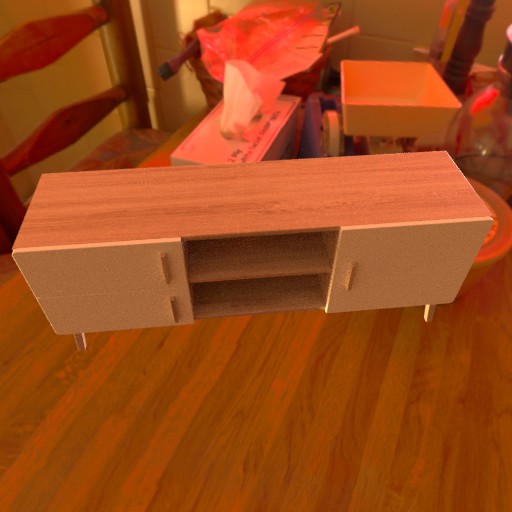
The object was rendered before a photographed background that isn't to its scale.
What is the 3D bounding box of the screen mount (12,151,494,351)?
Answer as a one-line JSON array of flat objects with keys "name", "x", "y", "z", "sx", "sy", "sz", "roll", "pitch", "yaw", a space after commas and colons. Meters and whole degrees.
[{"name": "screen mount", "x": 0.000, "y": 0.000, "z": 1.700, "sx": 1.500, "sy": 0.570, "sz": 0.420, "roll": -4, "pitch": 46, "yaw": -4}]
